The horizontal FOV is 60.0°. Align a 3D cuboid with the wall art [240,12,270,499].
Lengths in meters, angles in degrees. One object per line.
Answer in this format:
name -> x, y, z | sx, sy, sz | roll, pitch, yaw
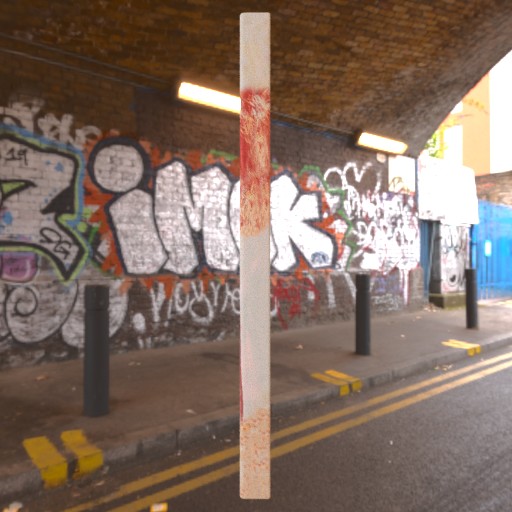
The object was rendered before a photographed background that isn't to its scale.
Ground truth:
wall art -> 0.000, 0.000, 0.754 | 0.038, 0.610, 0.401 | 0, 0, 0
